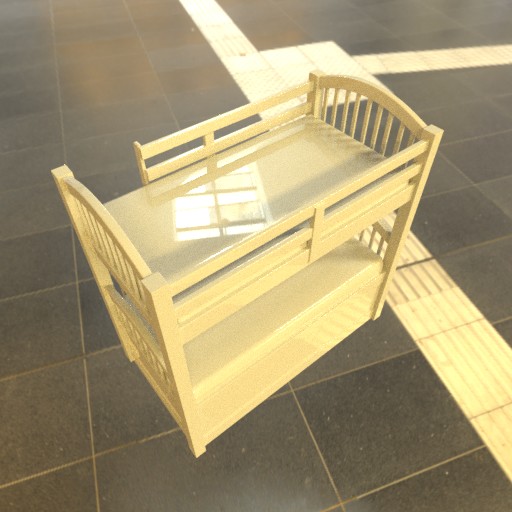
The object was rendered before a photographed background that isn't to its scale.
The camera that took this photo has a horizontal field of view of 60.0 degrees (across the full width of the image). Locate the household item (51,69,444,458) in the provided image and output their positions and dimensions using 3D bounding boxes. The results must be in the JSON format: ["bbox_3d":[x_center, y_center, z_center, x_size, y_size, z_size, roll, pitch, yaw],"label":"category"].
[{"bbox_3d":[0.000,0.000,3.250,2.032,2.032,1.143,-30,54,-25],"label":"household item"}]
